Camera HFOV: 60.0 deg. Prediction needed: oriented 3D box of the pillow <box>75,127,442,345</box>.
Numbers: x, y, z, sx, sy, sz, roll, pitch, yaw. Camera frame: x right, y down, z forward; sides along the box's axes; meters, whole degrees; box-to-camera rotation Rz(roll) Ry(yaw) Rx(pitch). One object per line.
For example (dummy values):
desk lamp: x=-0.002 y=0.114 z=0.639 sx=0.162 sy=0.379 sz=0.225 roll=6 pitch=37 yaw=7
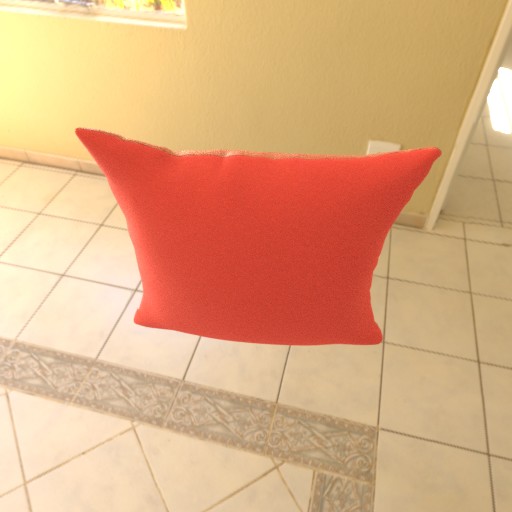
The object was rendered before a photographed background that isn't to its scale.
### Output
pillow: x=0.000 y=0.000 z=0.819 sx=0.559 sy=0.501 sz=0.229 roll=4 pitch=47 yaw=3
